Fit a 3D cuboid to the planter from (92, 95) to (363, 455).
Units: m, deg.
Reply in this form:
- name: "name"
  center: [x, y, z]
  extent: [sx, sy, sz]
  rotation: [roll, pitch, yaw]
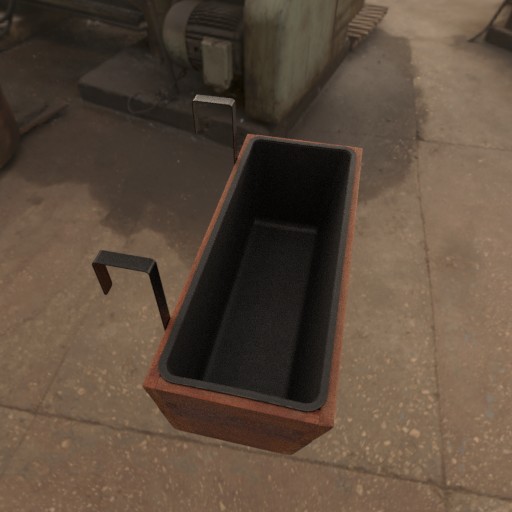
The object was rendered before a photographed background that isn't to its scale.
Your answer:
- name: "planter"
  center: [0.000, 0.000, 0.639]
  extent: [0.262, 0.289, 0.480]
  rotation: [9, 49, 8]
